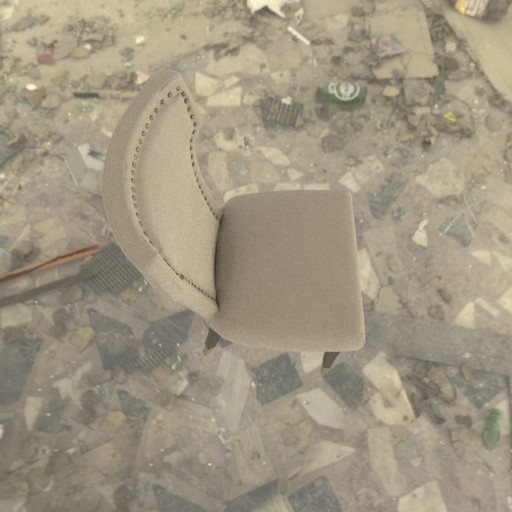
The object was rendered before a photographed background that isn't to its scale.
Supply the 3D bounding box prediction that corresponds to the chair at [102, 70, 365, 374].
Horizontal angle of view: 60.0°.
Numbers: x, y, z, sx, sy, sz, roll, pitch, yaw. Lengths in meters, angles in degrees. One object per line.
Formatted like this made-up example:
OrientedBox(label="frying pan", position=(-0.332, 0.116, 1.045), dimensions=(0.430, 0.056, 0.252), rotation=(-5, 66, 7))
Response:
OrientedBox(label="chair", position=(0.000, 0.000, 1.322), dimensions=(0.630, 0.950, 0.526), rotation=(0, 65, 0))
